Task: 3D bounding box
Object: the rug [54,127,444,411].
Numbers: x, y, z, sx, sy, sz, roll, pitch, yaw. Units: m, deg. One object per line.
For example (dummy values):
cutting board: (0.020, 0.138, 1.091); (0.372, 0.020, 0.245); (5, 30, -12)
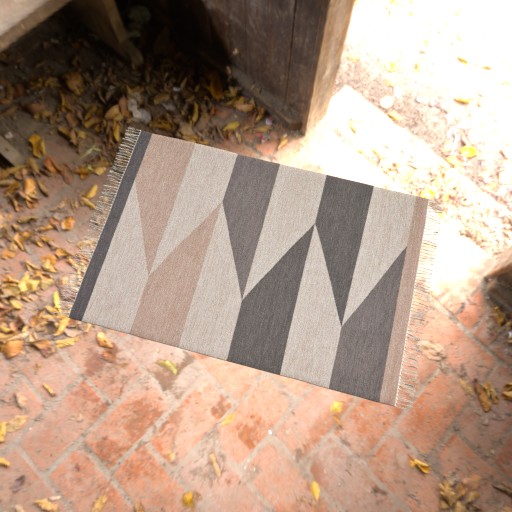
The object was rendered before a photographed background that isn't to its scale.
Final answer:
rug: (0.000, 0.000, 2.553); (2.021, 0.027, 1.224); (14, 74, 4)
